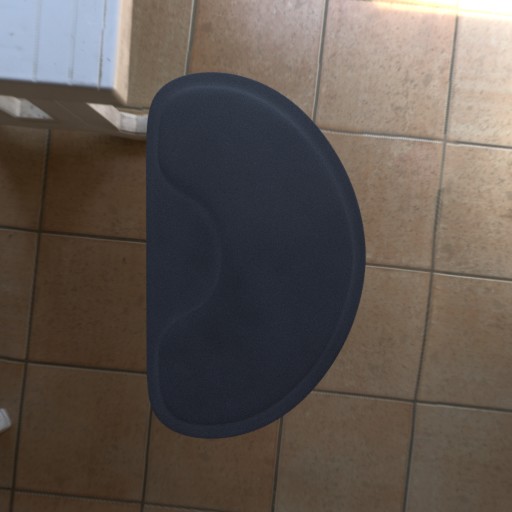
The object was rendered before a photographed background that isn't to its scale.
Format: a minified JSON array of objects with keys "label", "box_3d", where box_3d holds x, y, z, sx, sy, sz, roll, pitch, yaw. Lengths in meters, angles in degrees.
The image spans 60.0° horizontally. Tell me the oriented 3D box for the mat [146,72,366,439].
[{"label":"mat","box_3d":[0.000,0.000,1.842,0.913,0.013,1.524,0,90,0]}]
